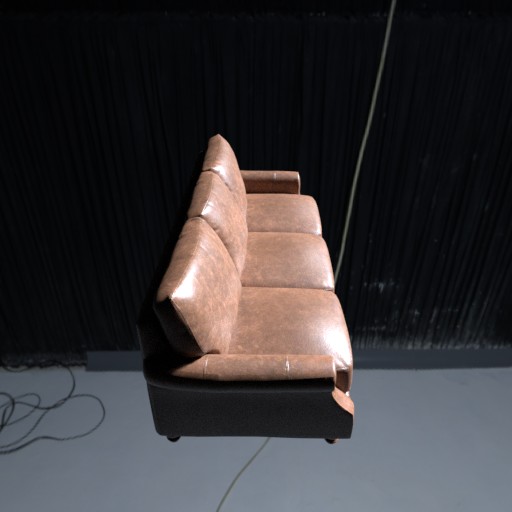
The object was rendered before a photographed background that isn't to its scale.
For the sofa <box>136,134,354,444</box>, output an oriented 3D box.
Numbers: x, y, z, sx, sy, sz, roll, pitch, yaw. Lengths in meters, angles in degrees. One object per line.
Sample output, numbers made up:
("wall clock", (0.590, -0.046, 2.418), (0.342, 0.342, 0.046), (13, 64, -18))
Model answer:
("sofa", (0.000, 0.000, 2.877), (0.973, 0.977, 2.351), (0, 32, 1))
